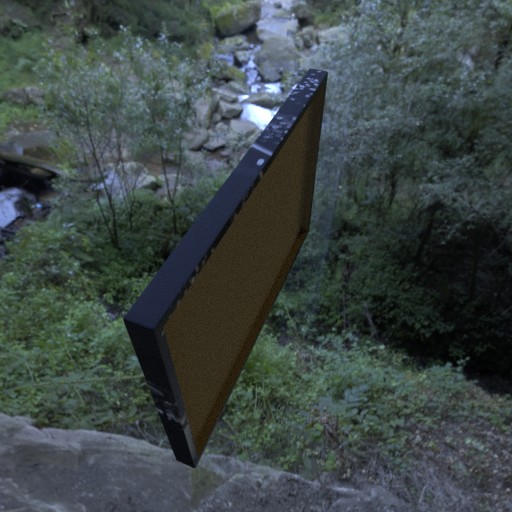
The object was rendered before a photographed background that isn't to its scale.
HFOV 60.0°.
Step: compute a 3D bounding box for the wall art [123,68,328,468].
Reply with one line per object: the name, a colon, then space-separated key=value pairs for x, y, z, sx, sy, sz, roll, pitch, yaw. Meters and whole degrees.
wall art: x=0.000 y=0.000 z=0.774 sx=0.037 sy=0.406 sz=0.609 roll=17 pitch=49 yaw=15
